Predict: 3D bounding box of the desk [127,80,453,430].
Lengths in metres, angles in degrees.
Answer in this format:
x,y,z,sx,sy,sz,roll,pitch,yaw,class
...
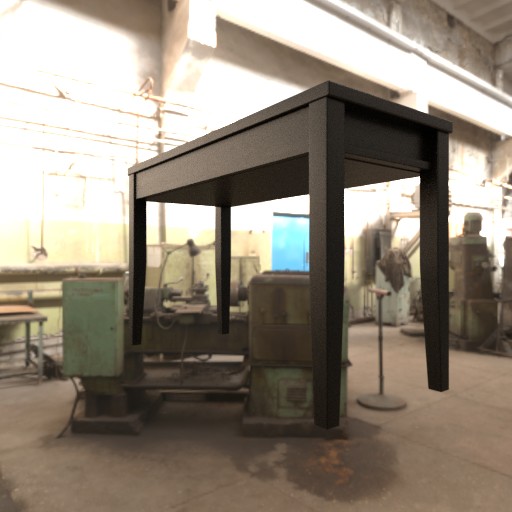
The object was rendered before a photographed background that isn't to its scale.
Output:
x,y,z,sx,sy,sz,roll,pitch,yaw,class
0.000,0.000,1.613,0.508,0.775,1.220,0,0,-37,desk
